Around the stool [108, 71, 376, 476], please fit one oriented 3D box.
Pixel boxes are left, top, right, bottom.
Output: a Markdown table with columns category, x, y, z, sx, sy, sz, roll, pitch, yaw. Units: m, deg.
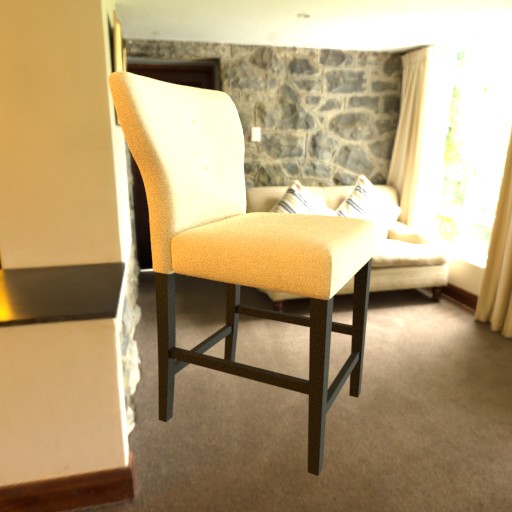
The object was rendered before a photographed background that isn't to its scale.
| category | x | y | z | sx | sy | sz | roll | pitch | yaw |
| --- | --- | --- | --- | --- | --- | --- | --- | --- | --- |
| stool | 0.000 | 0.000 | 1.279 | 0.603 | 0.972 | 0.514 | 7 | 16 | 26 |
